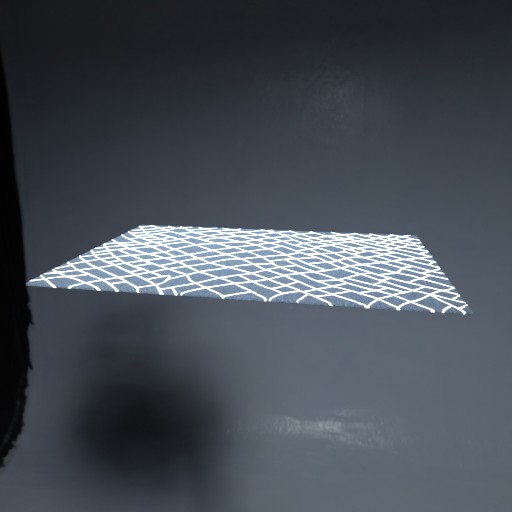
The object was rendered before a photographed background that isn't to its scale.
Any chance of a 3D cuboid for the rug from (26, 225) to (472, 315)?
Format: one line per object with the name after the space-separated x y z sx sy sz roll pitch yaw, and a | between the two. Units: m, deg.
0.000 0.000 2.349 1.830 0.013 1.223 3 16 10 | rug
